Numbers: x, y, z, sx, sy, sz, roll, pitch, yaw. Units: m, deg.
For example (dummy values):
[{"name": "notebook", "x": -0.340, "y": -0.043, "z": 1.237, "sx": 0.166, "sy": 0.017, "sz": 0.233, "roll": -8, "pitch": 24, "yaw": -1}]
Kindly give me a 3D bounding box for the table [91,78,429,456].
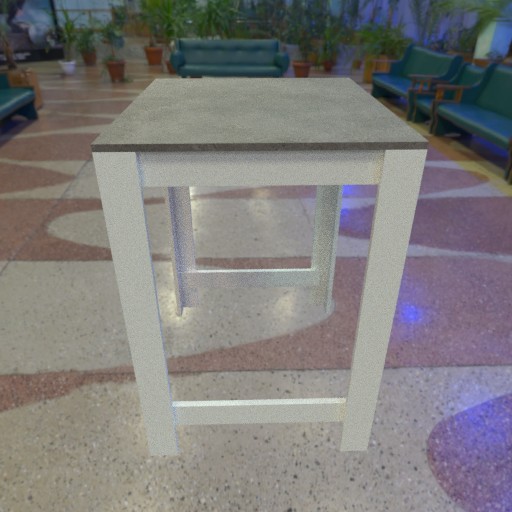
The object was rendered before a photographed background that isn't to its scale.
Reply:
[{"name": "table", "x": 0.000, "y": 0.000, "z": 1.519, "sx": 0.700, "sy": 1.020, "sz": 0.800, "roll": -1, "pitch": 31, "yaw": -1}]
